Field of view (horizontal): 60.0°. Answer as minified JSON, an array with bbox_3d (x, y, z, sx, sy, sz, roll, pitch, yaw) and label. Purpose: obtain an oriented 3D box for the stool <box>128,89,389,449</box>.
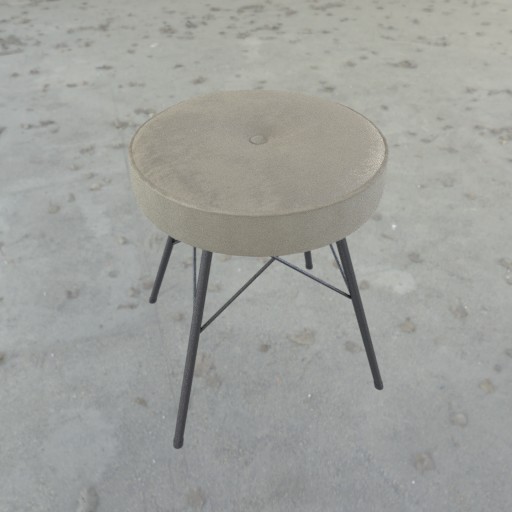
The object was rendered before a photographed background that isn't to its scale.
[{"bbox_3d":[0.000,0.000,0.876,0.457,0.538,0.423,-11,43,-13],"label":"stool"}]
